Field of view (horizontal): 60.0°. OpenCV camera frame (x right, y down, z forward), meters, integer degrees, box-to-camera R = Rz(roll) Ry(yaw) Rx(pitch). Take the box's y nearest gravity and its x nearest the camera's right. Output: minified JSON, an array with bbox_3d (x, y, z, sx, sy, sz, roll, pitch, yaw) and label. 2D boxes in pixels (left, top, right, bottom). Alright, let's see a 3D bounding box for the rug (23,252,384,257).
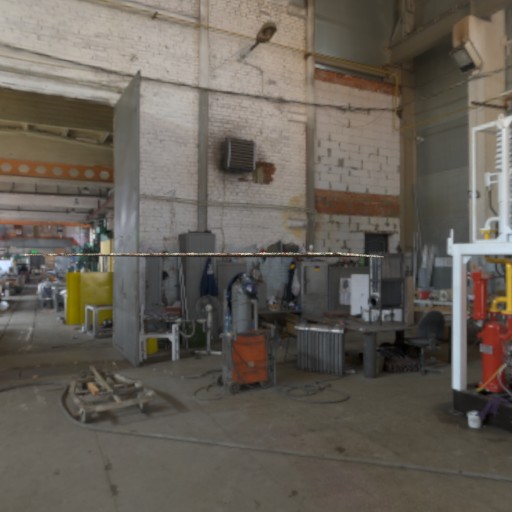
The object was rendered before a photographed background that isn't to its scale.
[{"bbox_3d":[0.000,0.000,2.985,1.524,0.011,2.438,0,0,19],"label":"rug"}]
